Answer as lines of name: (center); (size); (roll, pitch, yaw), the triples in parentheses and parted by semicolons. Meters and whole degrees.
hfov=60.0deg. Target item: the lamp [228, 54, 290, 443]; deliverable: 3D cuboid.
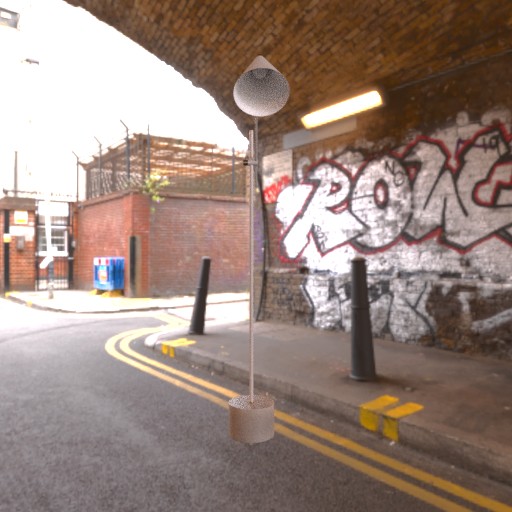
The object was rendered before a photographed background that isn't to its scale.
lamp: (0.000, 0.000, 1.632); (0.223, 1.430, 0.508); (0, 0, 0)
